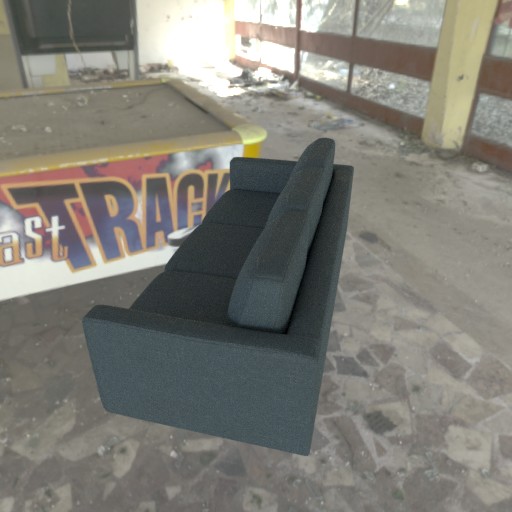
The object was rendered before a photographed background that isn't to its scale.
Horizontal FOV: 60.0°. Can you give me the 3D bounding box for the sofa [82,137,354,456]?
[{"bbox_3d":[0.000,0.000,2.530,0.935,0.945,2.013,7,31,12],"label":"sofa"}]
